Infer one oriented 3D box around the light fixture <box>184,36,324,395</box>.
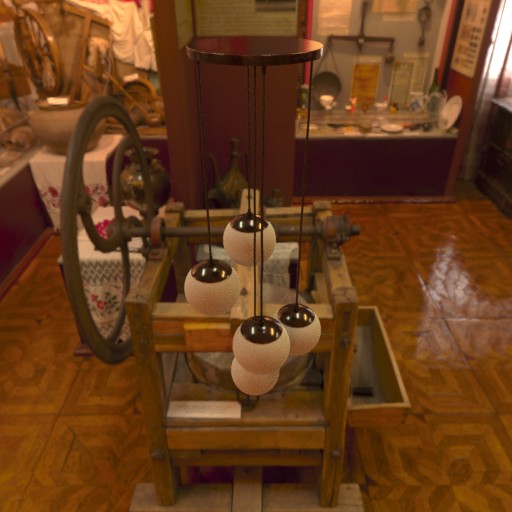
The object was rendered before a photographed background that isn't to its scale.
[{"bbox_3d":[0.000,0.000,1.464,0.484,1.271,0.489,1,33,2],"label":"light fixture"}]
